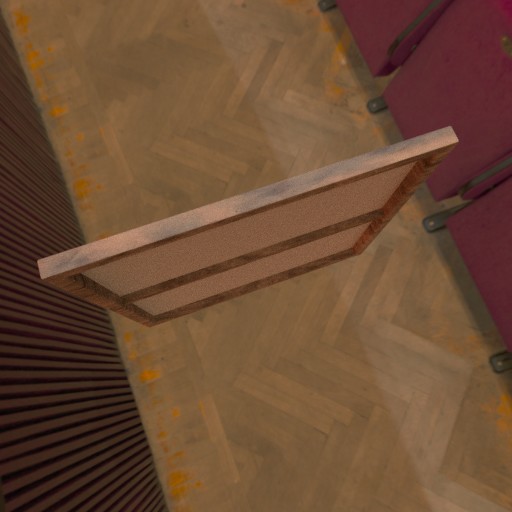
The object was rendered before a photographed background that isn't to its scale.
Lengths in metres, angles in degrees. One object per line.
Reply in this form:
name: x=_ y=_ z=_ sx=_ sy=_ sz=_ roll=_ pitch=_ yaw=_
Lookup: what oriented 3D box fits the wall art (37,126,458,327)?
wall art: x=0.000 y=0.000 z=1.110 sx=0.747 sy=0.747 sz=0.035 roll=-19 pitch=76 yaw=-5
